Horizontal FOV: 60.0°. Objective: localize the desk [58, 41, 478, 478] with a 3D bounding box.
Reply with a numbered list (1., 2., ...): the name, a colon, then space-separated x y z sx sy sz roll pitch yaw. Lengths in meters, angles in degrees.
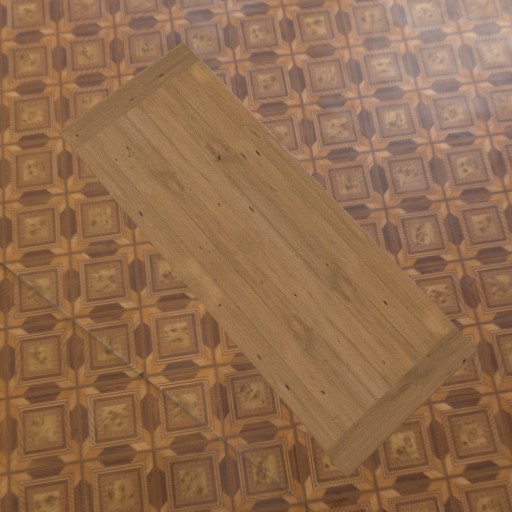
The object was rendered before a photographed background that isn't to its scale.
1. desk: 0.000 0.000 2.166 0.688 0.762 1.803 -40 80 -9
